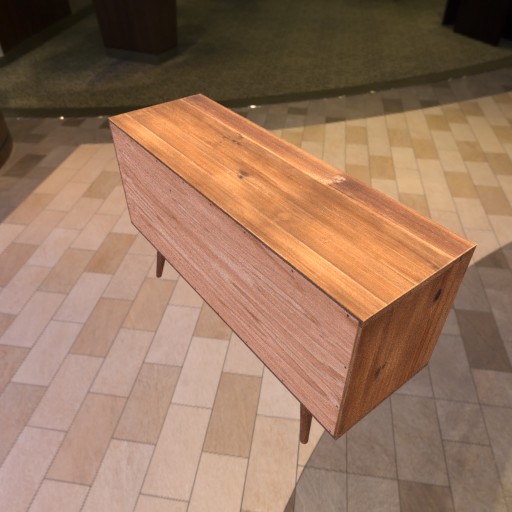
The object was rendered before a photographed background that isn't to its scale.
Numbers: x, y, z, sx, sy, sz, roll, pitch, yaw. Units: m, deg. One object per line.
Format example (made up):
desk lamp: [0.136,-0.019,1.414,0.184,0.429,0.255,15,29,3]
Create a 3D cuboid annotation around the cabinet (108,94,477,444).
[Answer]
cabinet: [0.000,0.000,1.774,0.472,0.800,1.400,-26,47,-28]
